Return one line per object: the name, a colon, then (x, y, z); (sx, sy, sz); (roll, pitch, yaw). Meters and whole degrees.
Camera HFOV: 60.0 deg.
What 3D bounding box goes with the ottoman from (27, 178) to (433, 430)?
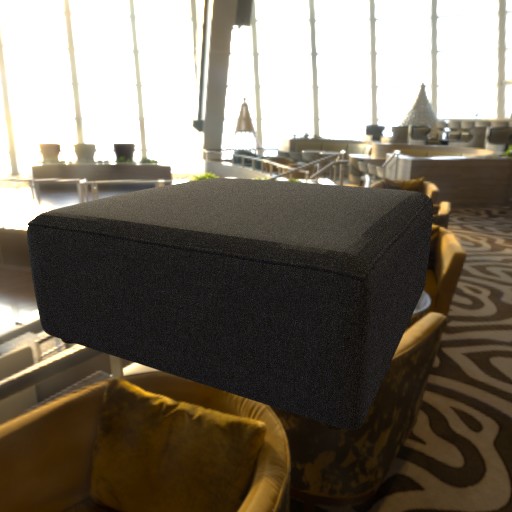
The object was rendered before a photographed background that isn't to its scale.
ottoman: (0.000, 0.000, 1.493); (1.000, 0.439, 1.000); (9, 19, 26)
